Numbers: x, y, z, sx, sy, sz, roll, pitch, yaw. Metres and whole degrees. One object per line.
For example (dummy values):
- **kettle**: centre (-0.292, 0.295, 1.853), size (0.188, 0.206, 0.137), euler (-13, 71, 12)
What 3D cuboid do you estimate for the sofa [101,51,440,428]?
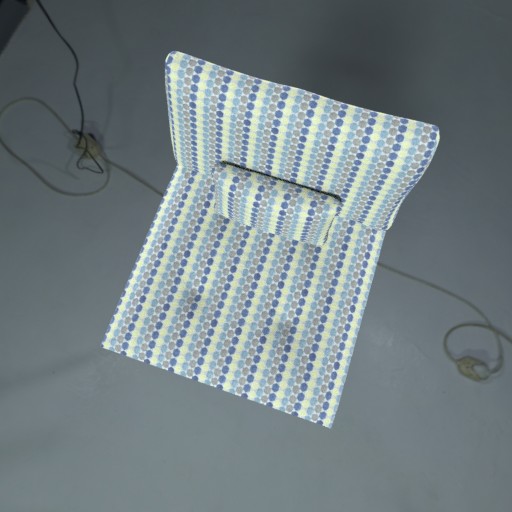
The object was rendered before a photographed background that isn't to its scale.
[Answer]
- **sofa**: centre (0.000, 0.000, 1.660), size (0.930, 0.830, 1.000), euler (18, 75, 5)
